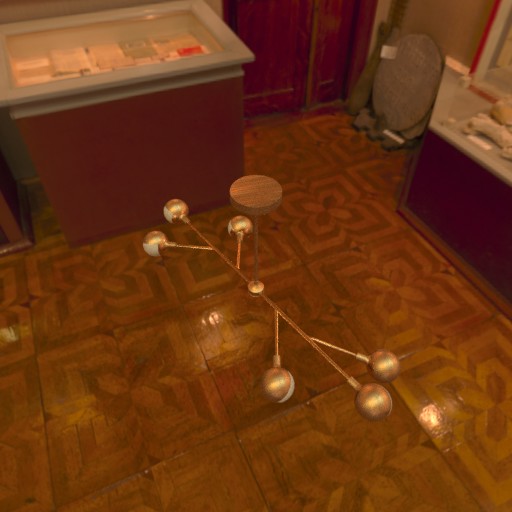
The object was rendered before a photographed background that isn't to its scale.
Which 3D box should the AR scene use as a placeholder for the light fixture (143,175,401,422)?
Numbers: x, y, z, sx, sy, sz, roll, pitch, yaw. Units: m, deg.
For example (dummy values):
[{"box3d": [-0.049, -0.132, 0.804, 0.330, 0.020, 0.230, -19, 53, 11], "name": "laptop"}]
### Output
[{"box3d": [0.000, 0.000, 0.984, 0.434, 0.362, 0.778, -16, 48, -15], "name": "light fixture"}]
